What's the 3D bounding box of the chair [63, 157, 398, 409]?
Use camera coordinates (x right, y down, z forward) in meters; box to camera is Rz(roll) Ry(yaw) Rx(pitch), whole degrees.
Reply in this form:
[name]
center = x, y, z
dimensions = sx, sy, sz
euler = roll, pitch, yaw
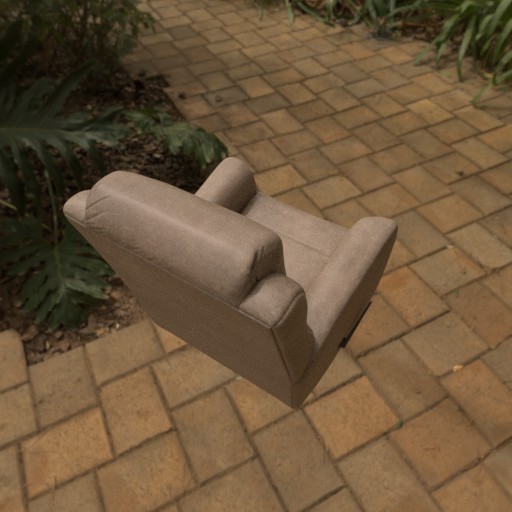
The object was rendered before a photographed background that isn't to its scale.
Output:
[chair]
center = 0.000, 0.000, 1.924
dimensions = 0.967, 1.116, 1.068
euler = 26, 52, 22
